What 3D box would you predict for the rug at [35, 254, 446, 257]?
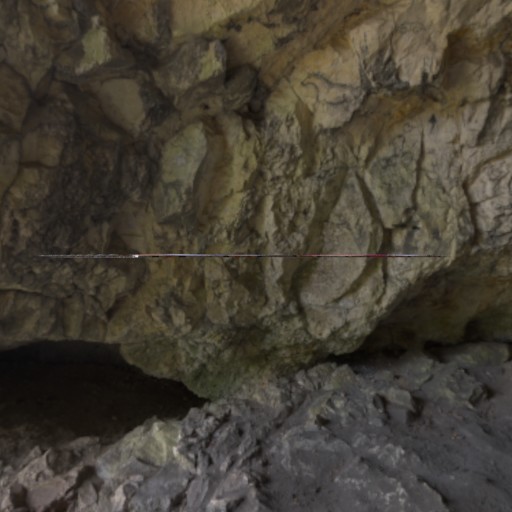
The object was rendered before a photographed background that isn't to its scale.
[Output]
[{"bbox_3d":[0.000,0.000,2.238,1.849,0.013,1.084,0,0,-37],"label":"rug"}]
